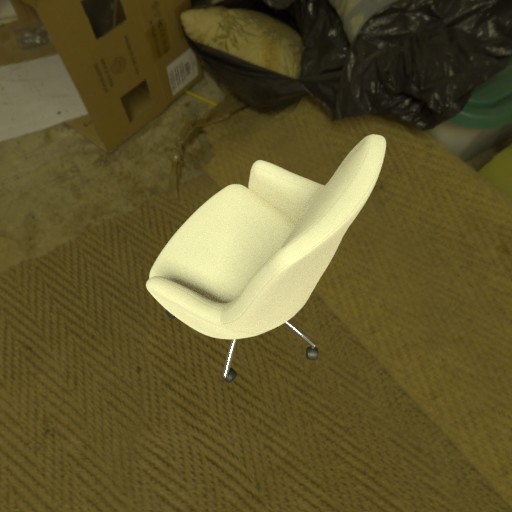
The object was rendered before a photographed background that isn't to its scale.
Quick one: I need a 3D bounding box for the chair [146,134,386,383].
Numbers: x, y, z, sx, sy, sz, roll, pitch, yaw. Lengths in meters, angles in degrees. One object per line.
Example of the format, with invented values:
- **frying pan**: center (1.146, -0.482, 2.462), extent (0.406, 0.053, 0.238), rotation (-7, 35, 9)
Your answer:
- **chair**: center (0.000, 0.000, 1.455), extent (0.640, 1.049, 0.620), rotation (32, 66, 16)
